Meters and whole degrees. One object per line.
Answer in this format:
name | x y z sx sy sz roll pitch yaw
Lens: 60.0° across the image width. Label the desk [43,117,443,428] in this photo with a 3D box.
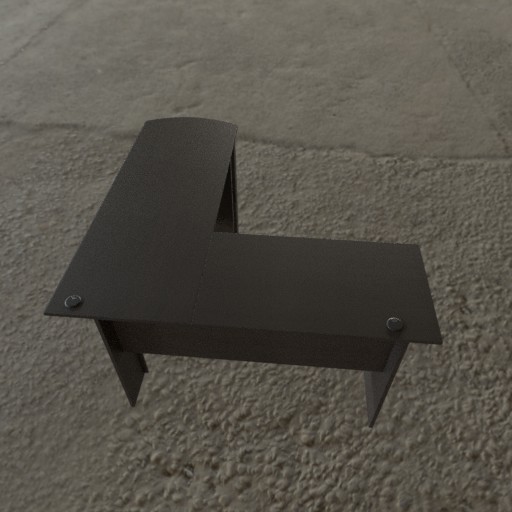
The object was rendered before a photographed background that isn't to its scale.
desk | 0.000 0.000 2.164 1.303 0.716 1.361 4 45 4
